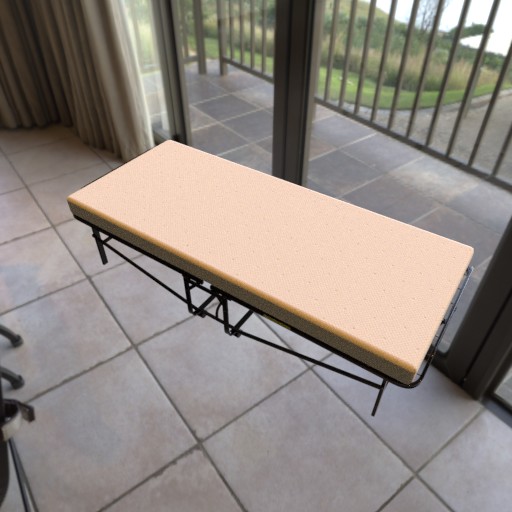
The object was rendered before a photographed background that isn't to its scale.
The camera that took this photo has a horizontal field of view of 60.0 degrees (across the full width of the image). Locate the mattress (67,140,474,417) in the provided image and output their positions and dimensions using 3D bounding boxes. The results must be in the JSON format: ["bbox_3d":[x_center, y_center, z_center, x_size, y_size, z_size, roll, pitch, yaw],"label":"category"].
[{"bbox_3d":[0.000,0.000,2.572,2.153,0.519,0.922,24,47,25],"label":"mattress"}]
